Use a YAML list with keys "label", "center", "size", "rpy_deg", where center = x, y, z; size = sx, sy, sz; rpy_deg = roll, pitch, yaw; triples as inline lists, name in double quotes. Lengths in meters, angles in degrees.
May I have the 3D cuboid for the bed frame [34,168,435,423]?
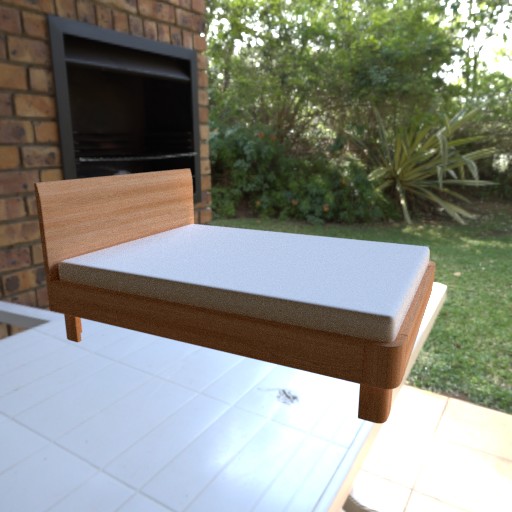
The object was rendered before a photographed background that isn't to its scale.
- label: "bed frame"
  center: [0.000, 0.000, 2.758]
  size: [1.992, 0.940, 1.472]
  rpy_deg: [7, 16, 26]
